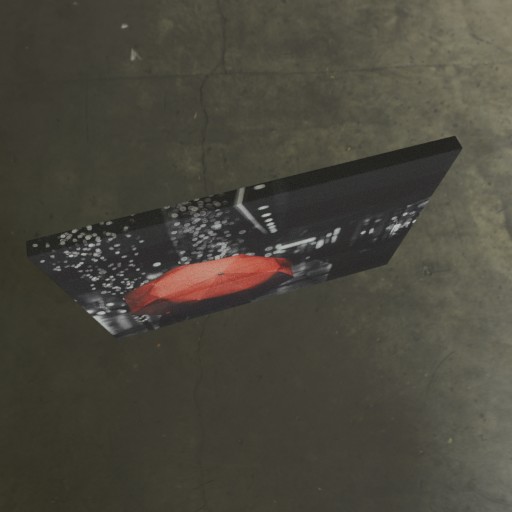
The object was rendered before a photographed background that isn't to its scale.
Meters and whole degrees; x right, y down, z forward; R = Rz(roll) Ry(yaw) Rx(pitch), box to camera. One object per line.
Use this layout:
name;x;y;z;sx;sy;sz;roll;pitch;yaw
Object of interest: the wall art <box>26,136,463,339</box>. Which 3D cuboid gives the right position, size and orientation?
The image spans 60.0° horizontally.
wall art;0.000;0.000;1.175;0.914;0.609;0.038;-15;66;-7
